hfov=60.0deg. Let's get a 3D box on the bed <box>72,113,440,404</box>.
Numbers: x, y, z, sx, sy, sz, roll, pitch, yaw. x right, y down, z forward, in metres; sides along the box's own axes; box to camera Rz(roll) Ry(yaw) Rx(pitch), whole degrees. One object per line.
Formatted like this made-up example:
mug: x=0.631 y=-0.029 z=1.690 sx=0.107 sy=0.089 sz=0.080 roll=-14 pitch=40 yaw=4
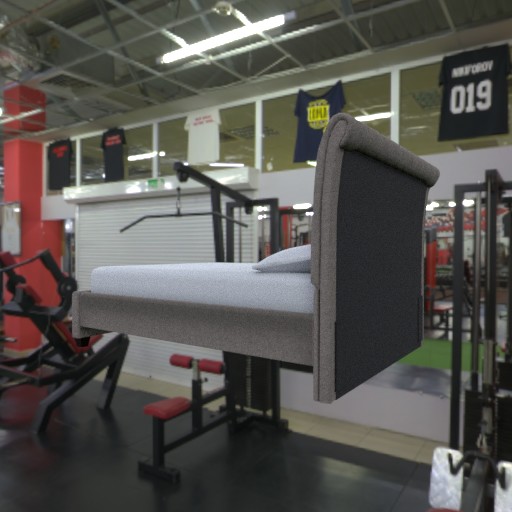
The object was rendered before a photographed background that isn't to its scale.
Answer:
bed: x=0.000 y=0.000 z=3.342 sx=2.252 sy=1.371 sz=1.645 roll=1 pitch=1 yaw=36
